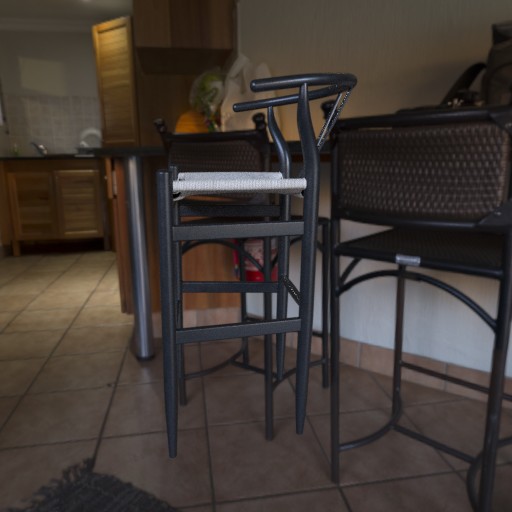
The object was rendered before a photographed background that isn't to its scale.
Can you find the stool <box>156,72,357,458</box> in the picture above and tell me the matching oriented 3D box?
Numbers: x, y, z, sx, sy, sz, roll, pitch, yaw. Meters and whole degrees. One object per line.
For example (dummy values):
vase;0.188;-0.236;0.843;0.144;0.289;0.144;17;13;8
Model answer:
stool;0.000;0.000;1.427;0.579;1.072;0.569;-2;13;-7
